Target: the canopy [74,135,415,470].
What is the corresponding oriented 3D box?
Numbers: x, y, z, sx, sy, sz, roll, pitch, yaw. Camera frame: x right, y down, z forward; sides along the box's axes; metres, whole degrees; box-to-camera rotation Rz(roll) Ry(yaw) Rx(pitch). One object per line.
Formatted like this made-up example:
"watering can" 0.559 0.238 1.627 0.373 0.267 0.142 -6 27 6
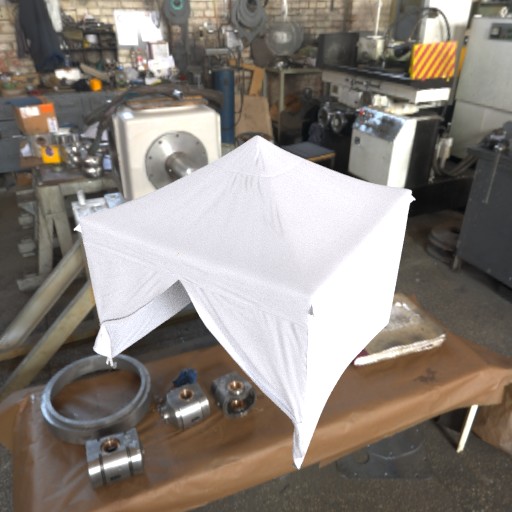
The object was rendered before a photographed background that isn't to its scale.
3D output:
"canopy" 0.000 0.000 5.608 3.043 2.997 3.121 17 33 28
